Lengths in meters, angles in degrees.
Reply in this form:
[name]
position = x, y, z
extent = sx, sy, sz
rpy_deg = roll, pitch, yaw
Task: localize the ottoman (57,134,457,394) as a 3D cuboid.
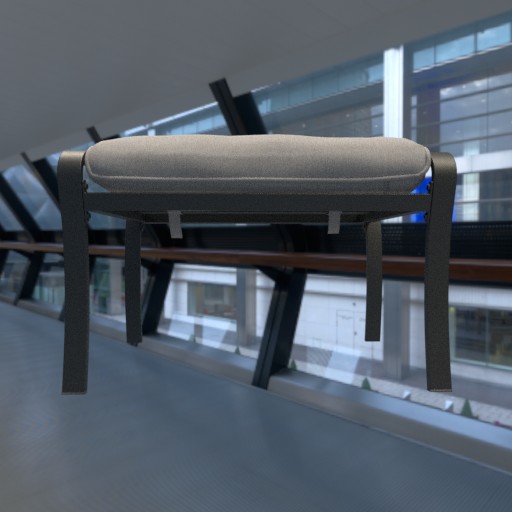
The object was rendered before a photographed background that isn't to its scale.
[ottoman]
position = 0.000, 0.000, 0.879
extent = 0.610, 0.422, 0.406
rpy_deg = 0, 1, -1
